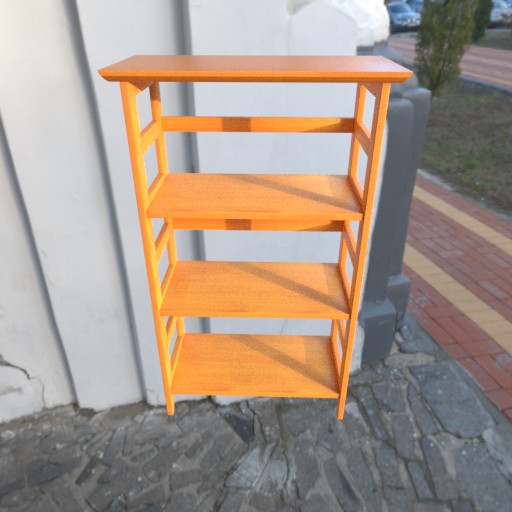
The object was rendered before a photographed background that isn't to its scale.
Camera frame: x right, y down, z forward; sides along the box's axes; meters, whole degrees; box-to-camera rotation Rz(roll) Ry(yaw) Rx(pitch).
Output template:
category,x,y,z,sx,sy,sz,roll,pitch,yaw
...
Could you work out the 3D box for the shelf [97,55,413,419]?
category,x,y,z,sx,sy,sz,roll,pitch,yaw
shelf,0.000,0.000,1.324,0.660,1.067,0.305,1,30,2
